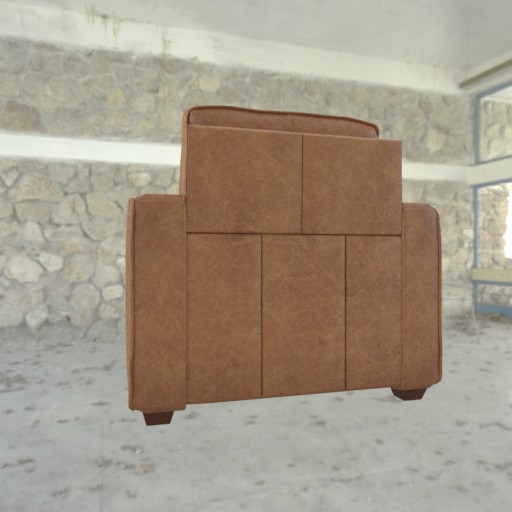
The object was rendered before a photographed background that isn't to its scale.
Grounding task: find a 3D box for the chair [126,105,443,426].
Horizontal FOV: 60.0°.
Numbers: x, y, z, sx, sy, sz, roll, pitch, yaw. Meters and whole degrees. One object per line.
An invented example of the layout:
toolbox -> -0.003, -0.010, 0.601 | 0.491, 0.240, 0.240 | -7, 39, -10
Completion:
chair -> 0.000, 0.000, 1.713 | 0.987, 0.901, 1.027 | 0, 0, -18
